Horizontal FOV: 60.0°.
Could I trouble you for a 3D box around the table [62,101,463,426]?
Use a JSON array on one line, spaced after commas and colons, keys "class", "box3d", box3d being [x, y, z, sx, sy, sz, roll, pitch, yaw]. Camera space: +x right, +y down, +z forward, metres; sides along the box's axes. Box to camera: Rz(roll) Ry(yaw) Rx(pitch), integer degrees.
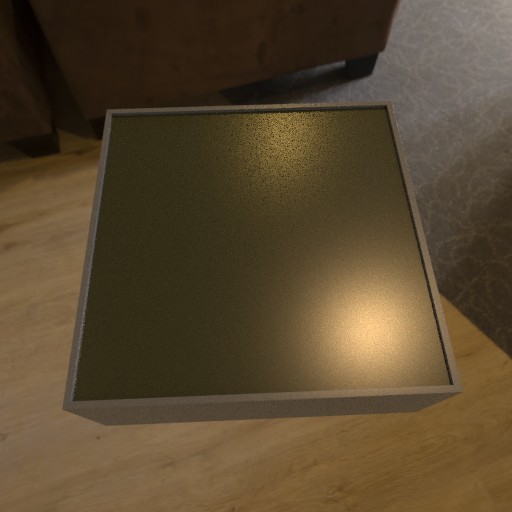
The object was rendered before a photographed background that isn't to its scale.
[{"class": "table", "box3d": [0.000, 0.000, 1.199, 0.801, 0.299, 0.801, -2, 63, -1]}]
